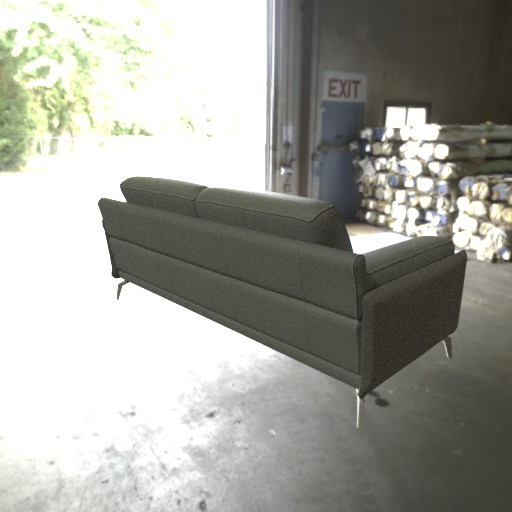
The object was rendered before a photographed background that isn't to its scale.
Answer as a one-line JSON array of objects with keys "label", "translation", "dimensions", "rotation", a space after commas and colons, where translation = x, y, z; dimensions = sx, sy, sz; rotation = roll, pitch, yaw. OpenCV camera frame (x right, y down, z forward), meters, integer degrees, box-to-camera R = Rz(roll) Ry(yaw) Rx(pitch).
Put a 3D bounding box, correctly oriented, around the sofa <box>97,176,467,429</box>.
[{"label": "sofa", "translation": [0.000, 0.000, 2.643], "dimensions": [0.969, 0.900, 2.100], "rotation": [-15, 22, -43]}]
